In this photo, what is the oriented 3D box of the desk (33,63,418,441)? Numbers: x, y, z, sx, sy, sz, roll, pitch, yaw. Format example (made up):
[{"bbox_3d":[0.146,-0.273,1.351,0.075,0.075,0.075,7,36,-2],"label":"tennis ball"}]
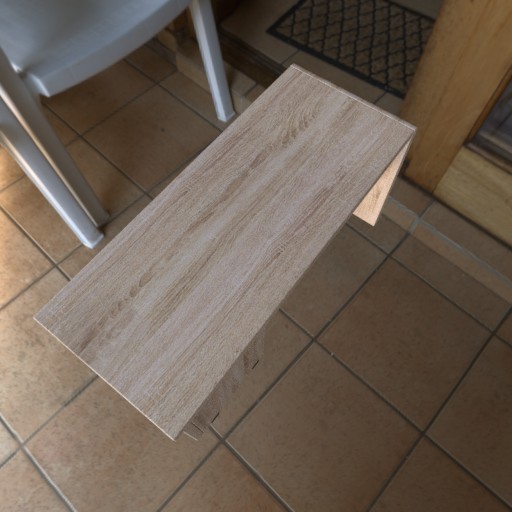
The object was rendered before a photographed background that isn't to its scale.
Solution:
[{"bbox_3d":[0.000,0.000,1.672,0.500,0.750,1.300,34,68,16],"label":"desk"}]
